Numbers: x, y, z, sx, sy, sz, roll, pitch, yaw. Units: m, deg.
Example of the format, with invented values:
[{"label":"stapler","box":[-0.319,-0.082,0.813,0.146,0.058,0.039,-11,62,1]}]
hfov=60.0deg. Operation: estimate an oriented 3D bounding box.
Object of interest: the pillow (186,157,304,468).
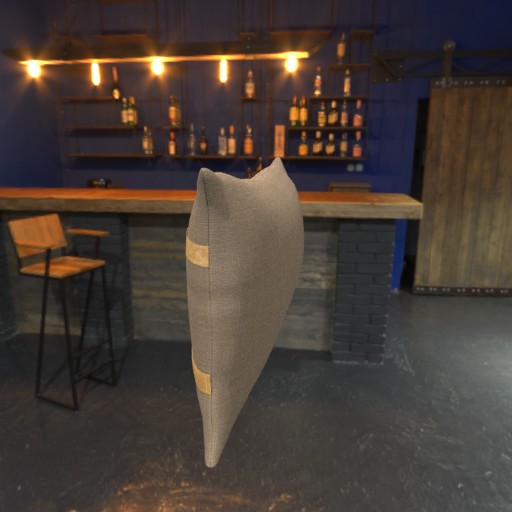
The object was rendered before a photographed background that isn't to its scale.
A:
[{"label":"pillow","box":[0.000,0.000,0.715,0.148,0.308,0.612,2,14,9]}]
